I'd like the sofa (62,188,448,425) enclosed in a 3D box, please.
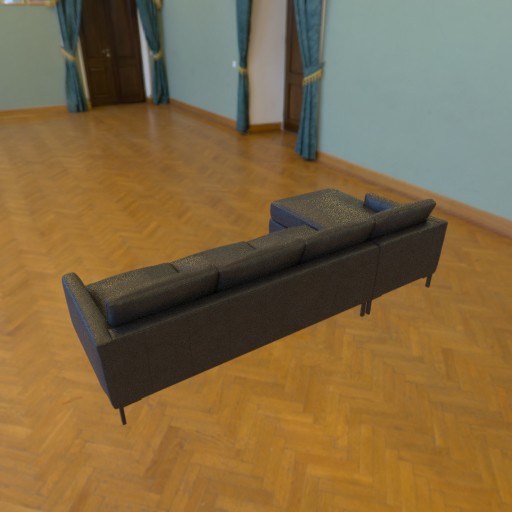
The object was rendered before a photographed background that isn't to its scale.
[{"bbox_3d":[0.000,0.000,3.708,2.993,0.859,1.471,-17,33,-29],"label":"sofa"}]
